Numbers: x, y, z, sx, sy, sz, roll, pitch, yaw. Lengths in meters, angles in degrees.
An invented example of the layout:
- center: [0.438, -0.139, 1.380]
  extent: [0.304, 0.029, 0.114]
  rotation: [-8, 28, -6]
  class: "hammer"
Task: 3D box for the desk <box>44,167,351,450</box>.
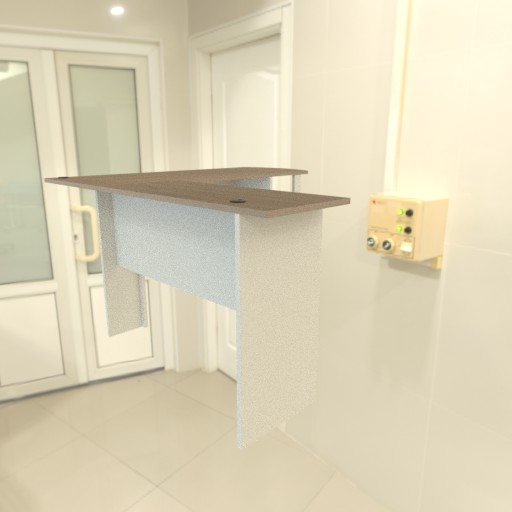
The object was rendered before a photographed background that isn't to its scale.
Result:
- center: [0.000, 0.000, 2.045]
  extent: [1.361, 0.716, 1.303]
  rotation: [14, 20, 43]
  class: "desk"
